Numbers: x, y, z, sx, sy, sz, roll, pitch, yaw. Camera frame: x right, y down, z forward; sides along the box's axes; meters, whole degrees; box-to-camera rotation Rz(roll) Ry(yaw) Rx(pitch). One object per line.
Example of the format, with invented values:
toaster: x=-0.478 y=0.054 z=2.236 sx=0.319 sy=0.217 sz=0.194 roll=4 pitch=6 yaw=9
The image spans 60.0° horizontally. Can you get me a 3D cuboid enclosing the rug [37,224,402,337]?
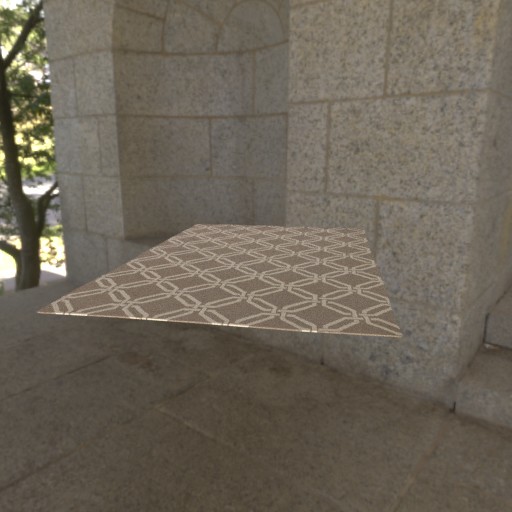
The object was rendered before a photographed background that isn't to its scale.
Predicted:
rug: x=0.000 y=0.000 z=2.161 sx=1.142 sy=0.010 sz=1.748 roll=2 pitch=14 yaw=9
